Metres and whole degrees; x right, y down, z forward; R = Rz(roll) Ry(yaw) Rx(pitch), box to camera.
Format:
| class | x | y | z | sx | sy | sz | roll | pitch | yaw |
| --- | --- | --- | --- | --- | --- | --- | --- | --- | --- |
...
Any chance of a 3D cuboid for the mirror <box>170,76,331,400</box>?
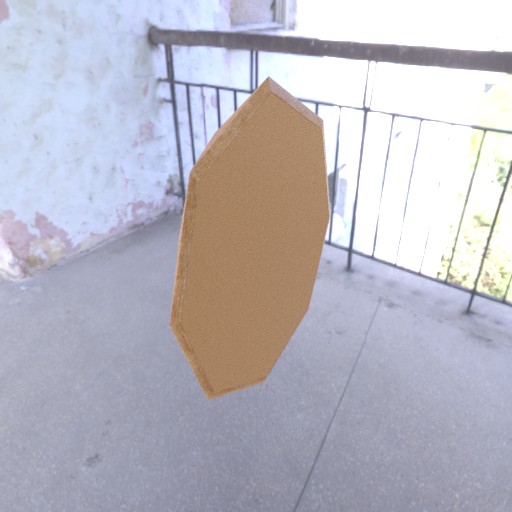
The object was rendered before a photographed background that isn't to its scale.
| class | x | y | z | sx | sy | sz | roll | pitch | yaw |
| --- | --- | --- | --- | --- | --- | --- | --- | --- | --- |
| mirror | 0.000 | 0.000 | 1.010 | 0.070 | 0.774 | 0.577 | 22 | 38 | 32 |
